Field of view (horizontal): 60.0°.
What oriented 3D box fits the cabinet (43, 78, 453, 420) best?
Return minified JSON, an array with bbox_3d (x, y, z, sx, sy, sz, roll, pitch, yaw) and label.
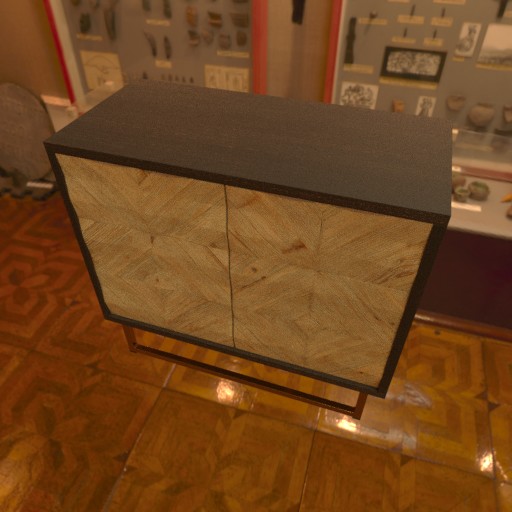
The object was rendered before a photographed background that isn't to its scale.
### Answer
[{"bbox_3d":[0.000,0.000,1.417,0.950,0.860,0.451,13,43,14],"label":"cabinet"}]
